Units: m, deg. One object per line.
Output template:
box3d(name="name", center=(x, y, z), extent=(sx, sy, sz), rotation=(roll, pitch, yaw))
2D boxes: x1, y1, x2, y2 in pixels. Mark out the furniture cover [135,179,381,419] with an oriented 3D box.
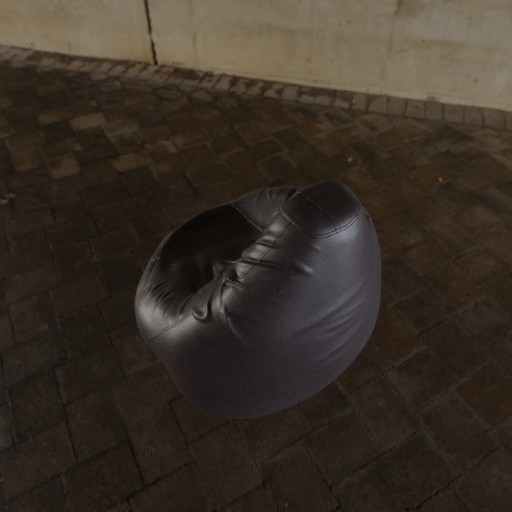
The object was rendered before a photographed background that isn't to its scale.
box3d(name="furniture cover", center=(0.000, 0.000, 1.867), extent=(1.070, 0.990, 1.070), rotation=(-32, 54, -27))
